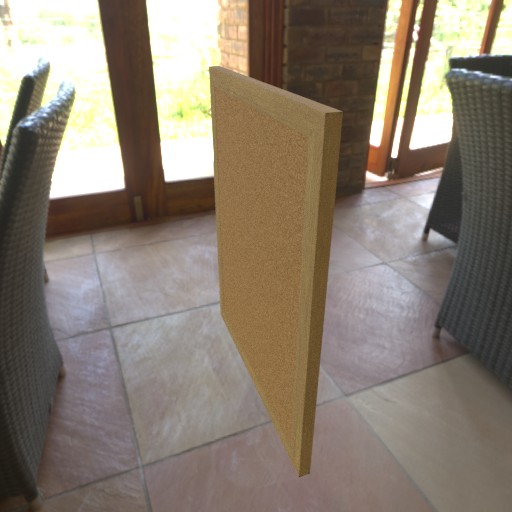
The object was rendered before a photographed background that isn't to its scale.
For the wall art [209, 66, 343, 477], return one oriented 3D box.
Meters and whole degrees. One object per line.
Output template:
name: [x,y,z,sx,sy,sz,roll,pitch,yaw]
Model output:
wall art: [0.000,0.000,0.761,0.020,0.561,0.460,-10,30,-17]
